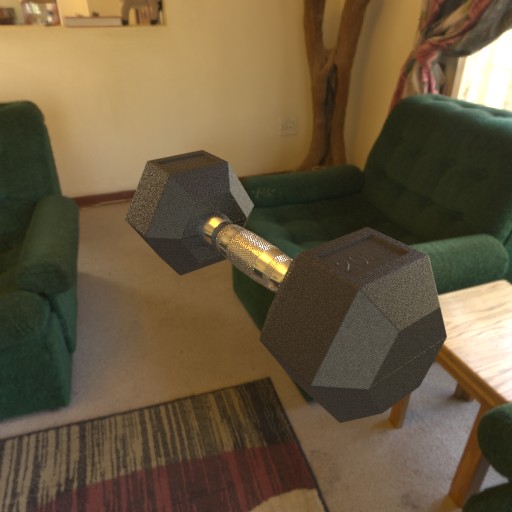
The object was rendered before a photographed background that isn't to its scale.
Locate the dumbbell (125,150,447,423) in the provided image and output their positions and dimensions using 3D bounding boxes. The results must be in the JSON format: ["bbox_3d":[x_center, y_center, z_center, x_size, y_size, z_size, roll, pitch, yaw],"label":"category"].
[{"bbox_3d":[0.000,0.000,0.355,0.116,0.101,0.297,-20,36,-31],"label":"dumbbell"}]
